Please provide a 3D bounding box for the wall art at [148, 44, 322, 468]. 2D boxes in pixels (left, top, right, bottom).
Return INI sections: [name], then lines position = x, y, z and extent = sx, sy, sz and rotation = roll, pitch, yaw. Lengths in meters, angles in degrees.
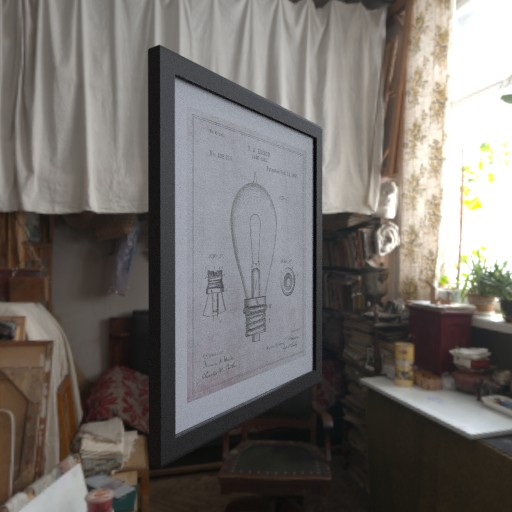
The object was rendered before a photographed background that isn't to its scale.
[wall art]
position = 0.000, 0.000, 0.714
extent = 0.021, 0.509, 0.430
rotation = 0, 1, 35
